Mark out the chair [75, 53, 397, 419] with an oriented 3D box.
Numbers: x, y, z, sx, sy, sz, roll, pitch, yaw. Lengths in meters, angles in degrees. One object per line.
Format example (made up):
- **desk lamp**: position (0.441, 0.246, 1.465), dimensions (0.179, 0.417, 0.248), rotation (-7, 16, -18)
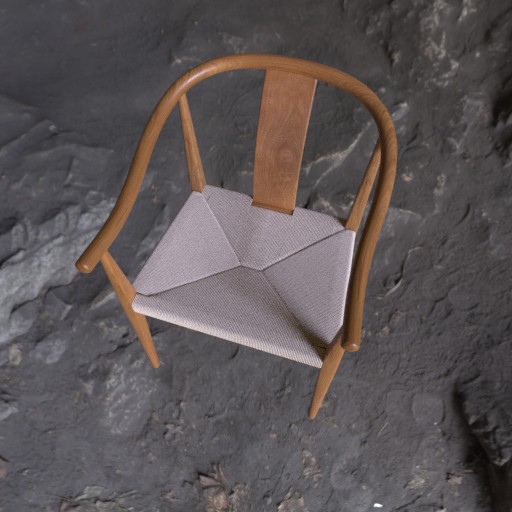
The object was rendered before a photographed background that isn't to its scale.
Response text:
- **chair**: position (0.000, 0.000, 1.175), dimensions (0.556, 0.800, 0.579), rotation (15, 59, 9)
